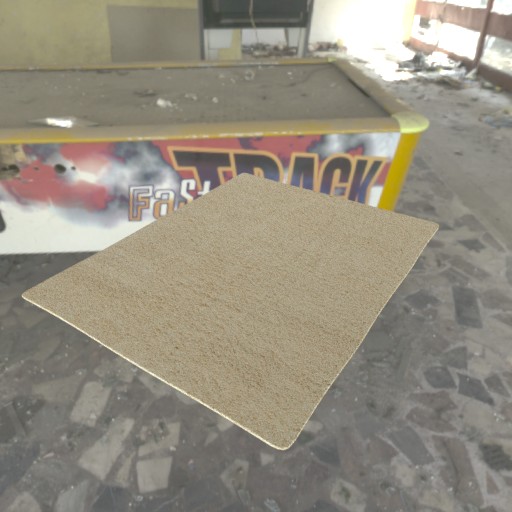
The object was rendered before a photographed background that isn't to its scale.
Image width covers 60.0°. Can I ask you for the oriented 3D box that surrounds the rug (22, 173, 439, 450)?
[{"bbox_3d":[0.000,0.000,3.923,2.401,0.025,3.001,20,38,28],"label":"rug"}]
